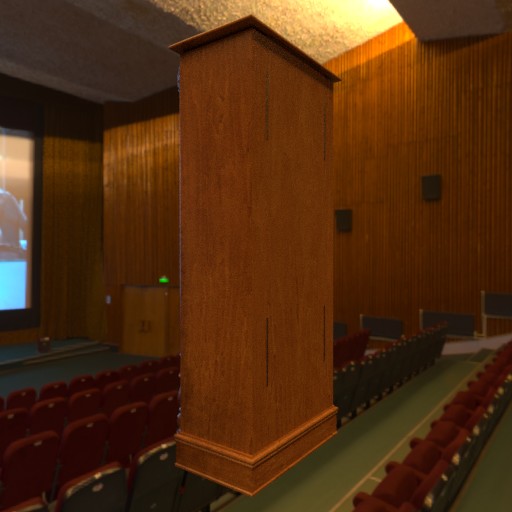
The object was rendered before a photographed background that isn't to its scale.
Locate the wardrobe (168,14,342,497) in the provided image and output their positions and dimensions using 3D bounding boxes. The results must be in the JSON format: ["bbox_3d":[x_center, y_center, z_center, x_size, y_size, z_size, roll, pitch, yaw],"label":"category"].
[{"bbox_3d":[0.000,0.000,1.113,0.273,0.959,0.406,0,1,36],"label":"wardrobe"}]
